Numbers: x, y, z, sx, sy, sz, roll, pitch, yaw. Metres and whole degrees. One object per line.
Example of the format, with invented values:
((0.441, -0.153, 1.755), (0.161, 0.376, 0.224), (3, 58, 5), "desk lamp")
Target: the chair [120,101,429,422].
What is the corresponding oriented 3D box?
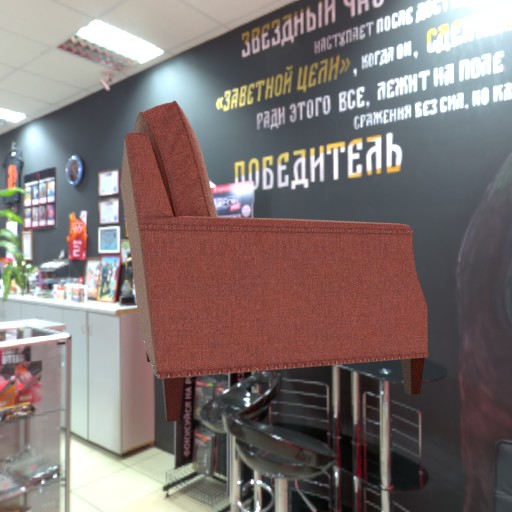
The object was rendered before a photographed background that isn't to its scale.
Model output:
((0.000, 0.000, 1.750), (1.014, 0.943, 0.853), (0, 0, -18), "chair")
